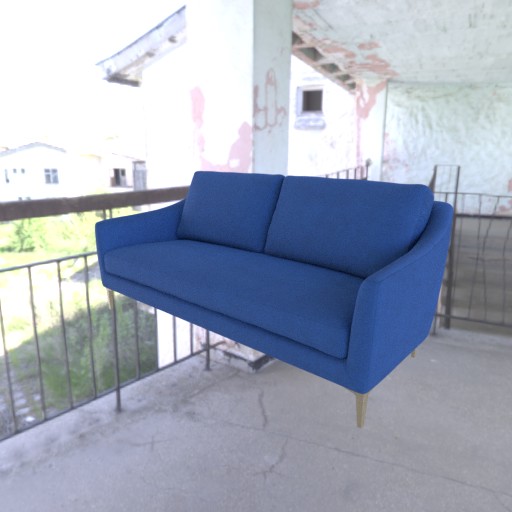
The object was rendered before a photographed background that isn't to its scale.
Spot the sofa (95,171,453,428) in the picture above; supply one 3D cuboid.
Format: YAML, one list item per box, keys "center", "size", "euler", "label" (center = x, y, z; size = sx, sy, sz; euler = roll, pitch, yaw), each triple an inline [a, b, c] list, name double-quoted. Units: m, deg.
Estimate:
- center: [0.000, 0.000, 2.551]
  size: [2.036, 0.903, 0.960]
  euler: [12, 18, 42]
  label: "sofa"
